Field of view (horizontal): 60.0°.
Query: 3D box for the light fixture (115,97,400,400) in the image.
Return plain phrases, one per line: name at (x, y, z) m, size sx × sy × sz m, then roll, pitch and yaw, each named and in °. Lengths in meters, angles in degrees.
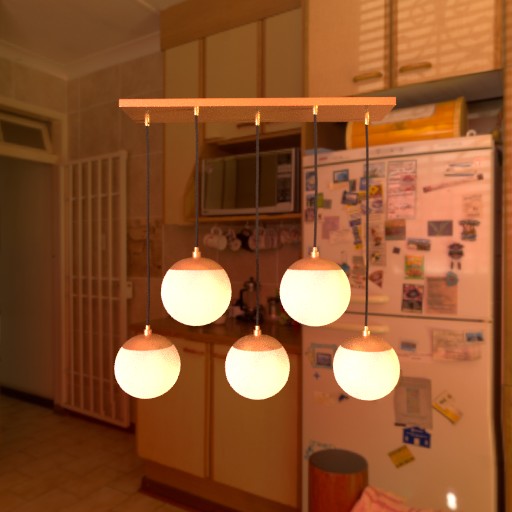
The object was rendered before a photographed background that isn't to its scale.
light fixture at (0.000, 0.000, 1.302) m, size 0.863 × 0.869 × 0.299 m, roll 0°, pitch 1°, yaw 1°
